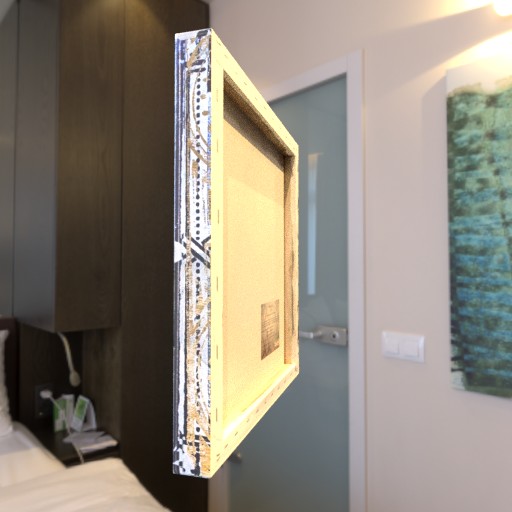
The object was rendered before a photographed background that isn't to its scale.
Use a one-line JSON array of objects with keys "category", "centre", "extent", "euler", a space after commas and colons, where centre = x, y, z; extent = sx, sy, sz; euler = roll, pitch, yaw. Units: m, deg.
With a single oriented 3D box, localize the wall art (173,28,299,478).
[{"category": "wall art", "centre": [0.000, 0.000, 0.604], "extent": [0.038, 0.410, 0.411], "euler": [0, -2, 17]}]
